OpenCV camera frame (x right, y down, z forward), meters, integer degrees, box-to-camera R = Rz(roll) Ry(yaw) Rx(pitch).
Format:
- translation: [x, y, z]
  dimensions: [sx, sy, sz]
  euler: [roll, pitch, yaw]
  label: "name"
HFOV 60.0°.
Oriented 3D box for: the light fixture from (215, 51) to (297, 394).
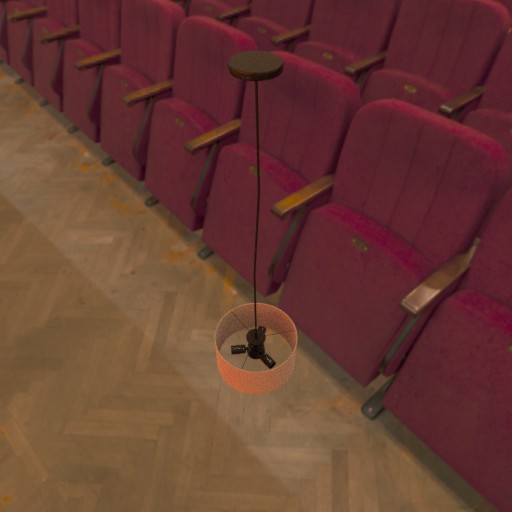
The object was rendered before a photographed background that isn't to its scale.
- translation: [0.000, 0.000, 1.750]
  dimensions: [0.399, 1.516, 0.399]
  euler: [0, 46, 0]
  label: "light fixture"
